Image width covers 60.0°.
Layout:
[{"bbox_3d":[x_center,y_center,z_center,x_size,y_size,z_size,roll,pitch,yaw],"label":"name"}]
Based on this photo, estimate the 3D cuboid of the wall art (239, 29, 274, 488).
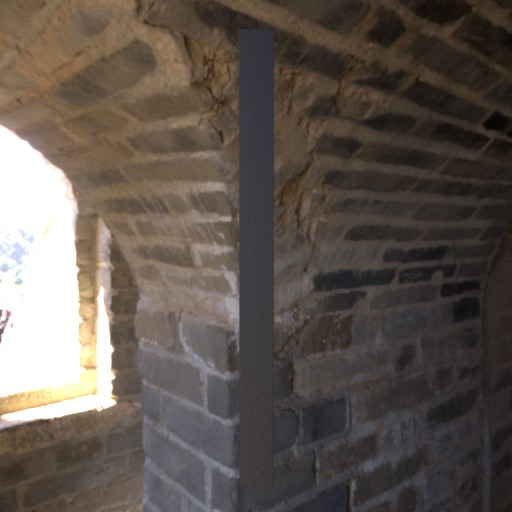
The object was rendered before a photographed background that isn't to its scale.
[{"bbox_3d":[0.000,0.000,0.532,0.029,0.381,0.330,0,2,0],"label":"wall art"}]
